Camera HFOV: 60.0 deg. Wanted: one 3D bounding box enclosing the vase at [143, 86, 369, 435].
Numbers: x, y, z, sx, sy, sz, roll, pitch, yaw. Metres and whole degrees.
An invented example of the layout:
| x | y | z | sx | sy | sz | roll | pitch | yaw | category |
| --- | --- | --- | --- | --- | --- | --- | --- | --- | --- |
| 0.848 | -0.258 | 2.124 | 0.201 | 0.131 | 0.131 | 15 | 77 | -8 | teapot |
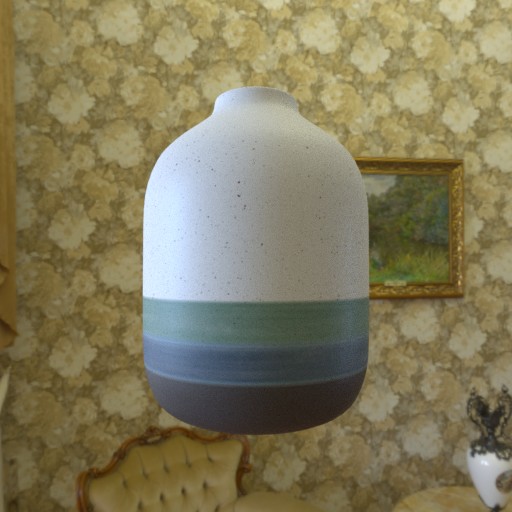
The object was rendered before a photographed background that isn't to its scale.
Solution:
| x | y | z | sx | sy | sz | roll | pitch | yaw | category |
| --- | --- | --- | --- | --- | --- | --- | --- | --- | --- |
| 0.000 | 0.000 | 0.343 | 0.169 | 0.240 | 0.169 | 0 | -2 | 0 | vase |
